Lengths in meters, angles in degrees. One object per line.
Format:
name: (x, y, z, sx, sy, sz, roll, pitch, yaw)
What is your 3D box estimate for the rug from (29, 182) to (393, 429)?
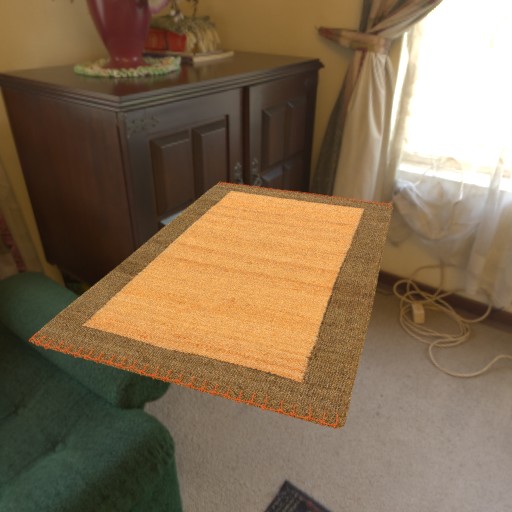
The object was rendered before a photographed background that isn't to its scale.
rug: (0.000, 0.000, 2.259, 1.220, 0.019, 1.838, 10, 31, 17)
